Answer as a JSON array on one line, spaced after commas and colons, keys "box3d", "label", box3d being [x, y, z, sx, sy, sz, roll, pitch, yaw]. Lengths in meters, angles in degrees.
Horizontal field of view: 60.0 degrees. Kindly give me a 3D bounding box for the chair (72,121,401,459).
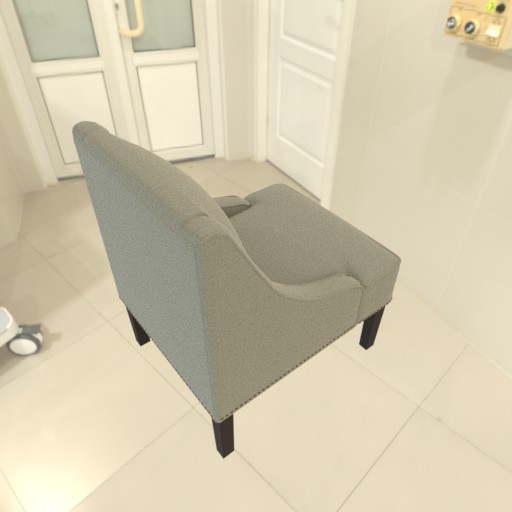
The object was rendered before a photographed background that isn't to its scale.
[{"box3d": [0.000, 0.000, 1.388, 0.737, 0.864, 0.610, -27, 48, -28], "label": "chair"}]
